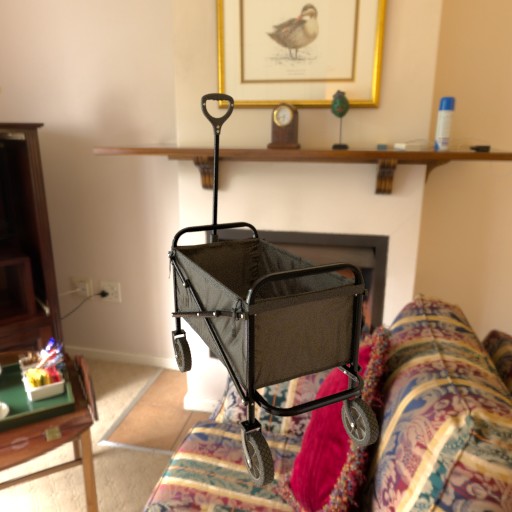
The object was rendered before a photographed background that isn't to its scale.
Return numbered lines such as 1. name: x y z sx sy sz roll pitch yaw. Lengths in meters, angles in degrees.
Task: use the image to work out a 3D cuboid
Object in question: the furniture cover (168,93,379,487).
1. furniture cover: 0.000 0.000 1.790 0.532 1.295 1.038 -8 17 -26
